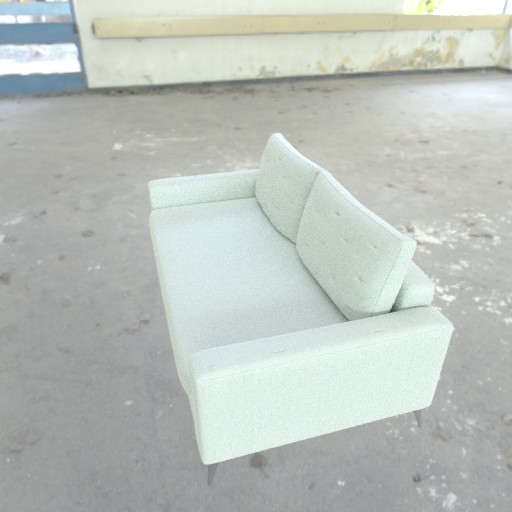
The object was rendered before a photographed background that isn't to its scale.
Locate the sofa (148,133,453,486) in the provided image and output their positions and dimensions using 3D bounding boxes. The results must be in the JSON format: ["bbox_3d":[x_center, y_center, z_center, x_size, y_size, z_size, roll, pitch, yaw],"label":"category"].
[{"bbox_3d":[0.000,0.000,2.106,0.920,0.790,1.650,-9,32,-14],"label":"sofa"}]
